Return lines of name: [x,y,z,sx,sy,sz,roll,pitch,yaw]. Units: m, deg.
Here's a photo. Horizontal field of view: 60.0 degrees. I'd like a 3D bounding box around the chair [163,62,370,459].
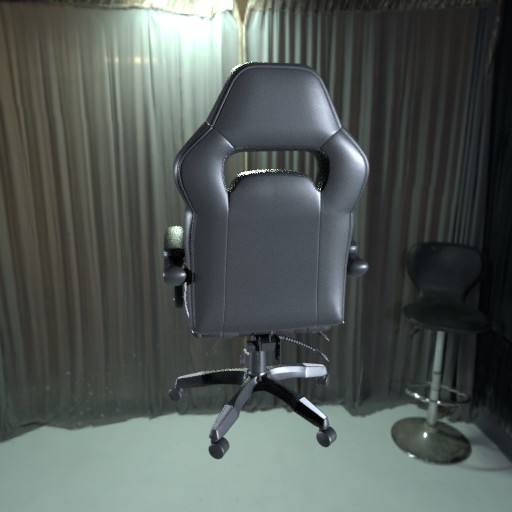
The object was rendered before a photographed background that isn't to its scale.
chair: [0.000,0.000,1.606,0.676,1.200,0.700,-2,13,-10]
